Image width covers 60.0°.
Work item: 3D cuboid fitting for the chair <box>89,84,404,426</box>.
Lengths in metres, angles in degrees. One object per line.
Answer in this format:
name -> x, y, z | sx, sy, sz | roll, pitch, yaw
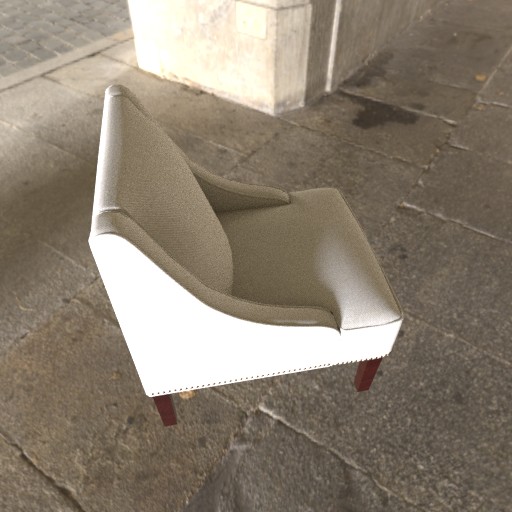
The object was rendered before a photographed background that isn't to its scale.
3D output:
chair -> 0.000, 0.000, 1.369 | 0.748, 0.872, 0.628 | -8, 47, -7
